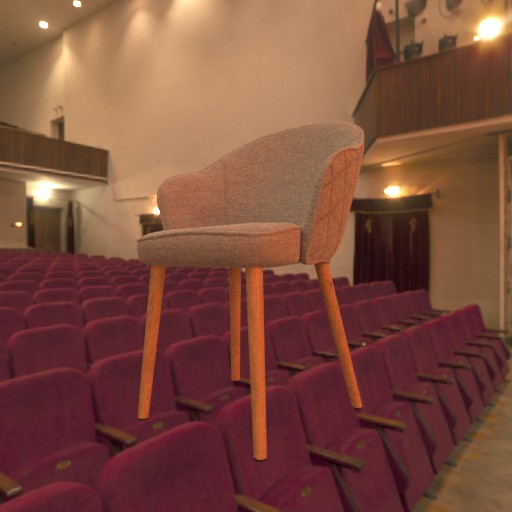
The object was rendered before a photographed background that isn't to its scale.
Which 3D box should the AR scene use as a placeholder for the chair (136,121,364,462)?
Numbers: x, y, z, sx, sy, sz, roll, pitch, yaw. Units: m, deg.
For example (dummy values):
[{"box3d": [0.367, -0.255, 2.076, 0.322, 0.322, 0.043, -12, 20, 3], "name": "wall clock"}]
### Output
[{"box3d": [0.000, 0.000, 1.158, 0.540, 0.800, 0.530, 0, 0, 37], "name": "chair"}]
